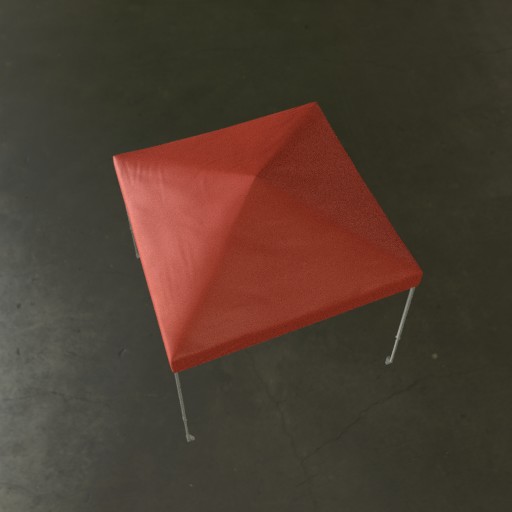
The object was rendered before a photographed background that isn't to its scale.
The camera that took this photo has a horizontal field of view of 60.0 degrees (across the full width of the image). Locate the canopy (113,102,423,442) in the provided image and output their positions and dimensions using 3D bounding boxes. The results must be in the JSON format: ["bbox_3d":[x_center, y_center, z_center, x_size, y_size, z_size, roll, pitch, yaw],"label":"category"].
[{"bbox_3d":[0.000,0.000,5.118,2.850,2.850,2.849,-18,62,-10],"label":"canopy"}]
